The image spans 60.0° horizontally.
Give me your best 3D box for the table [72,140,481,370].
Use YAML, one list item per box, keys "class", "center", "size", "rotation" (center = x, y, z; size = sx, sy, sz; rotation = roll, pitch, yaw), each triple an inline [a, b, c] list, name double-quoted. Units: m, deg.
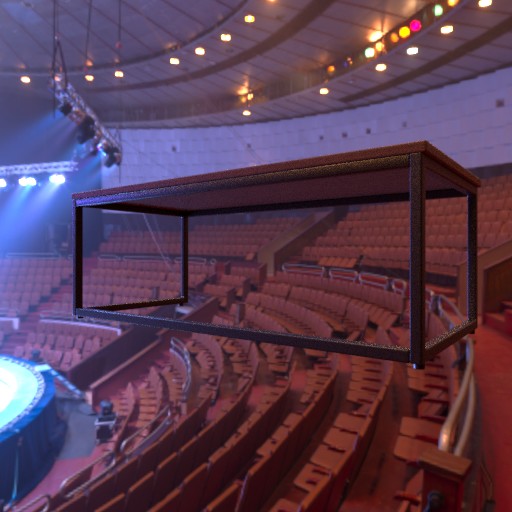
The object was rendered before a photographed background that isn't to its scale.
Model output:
- class: "table"
  center: [0.000, 0.000, 1.289]
  size: [1.100, 0.400, 0.500]
  rotation: [0, 0, 37]
